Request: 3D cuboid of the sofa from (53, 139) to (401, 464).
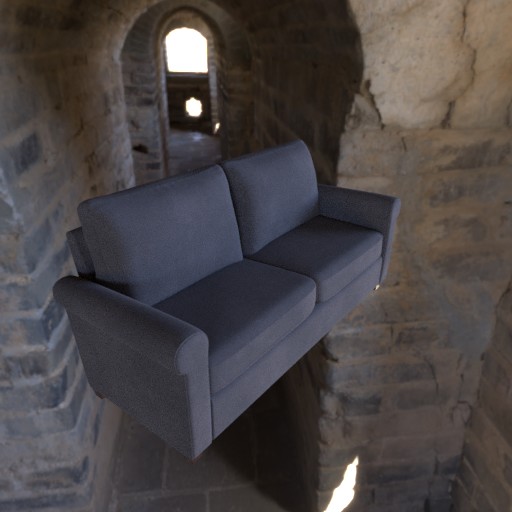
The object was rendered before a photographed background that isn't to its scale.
[{"bbox_3d":[0.000,0.000,2.400,0.842,0.942,1.935,19,32,33],"label":"sofa"}]
